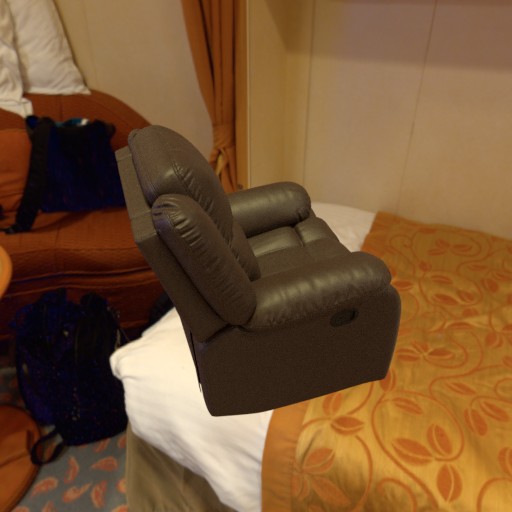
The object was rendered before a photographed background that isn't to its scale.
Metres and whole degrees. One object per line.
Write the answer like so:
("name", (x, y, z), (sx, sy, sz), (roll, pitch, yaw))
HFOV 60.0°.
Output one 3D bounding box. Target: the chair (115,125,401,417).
("chair", (0.000, 0.000, 1.786), (0.934, 1.009, 0.899), (-10, 33, -16))
